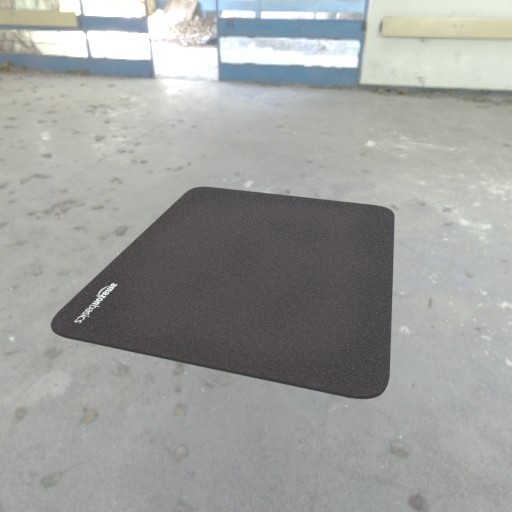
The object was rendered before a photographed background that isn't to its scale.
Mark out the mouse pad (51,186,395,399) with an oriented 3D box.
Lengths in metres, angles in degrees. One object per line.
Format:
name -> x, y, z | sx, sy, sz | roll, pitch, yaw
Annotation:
mouse pad -> 0.000, 0.000, 0.353 | 0.211, 0.002, 0.249 | 8, 32, 13
